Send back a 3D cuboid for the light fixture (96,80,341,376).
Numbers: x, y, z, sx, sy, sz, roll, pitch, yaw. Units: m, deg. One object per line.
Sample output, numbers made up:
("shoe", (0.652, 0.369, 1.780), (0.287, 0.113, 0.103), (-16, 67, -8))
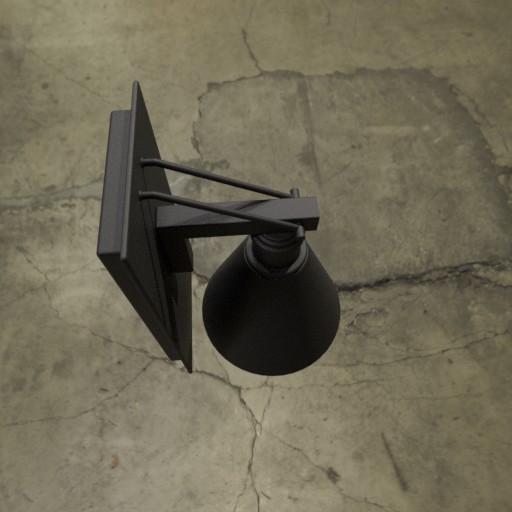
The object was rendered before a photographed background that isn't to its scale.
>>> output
("light fixture", (0.000, 0.000, 0.422), (0.207, 0.298, 0.170), (-4, 63, -2))
